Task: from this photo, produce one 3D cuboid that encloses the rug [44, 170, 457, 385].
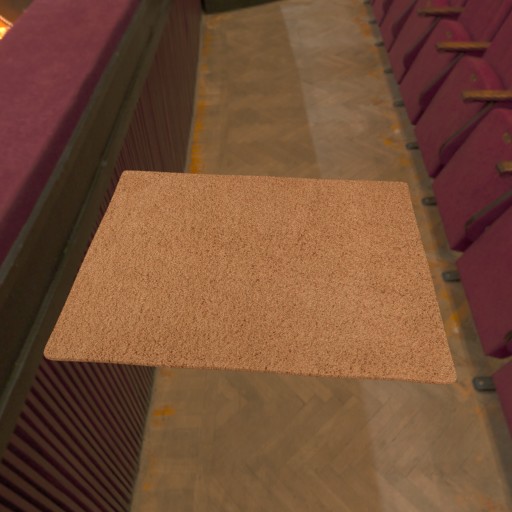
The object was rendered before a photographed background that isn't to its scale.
[{"bbox_3d":[0.000,0.000,2.099,1.600,0.025,1.199,3,48,3],"label":"rug"}]
